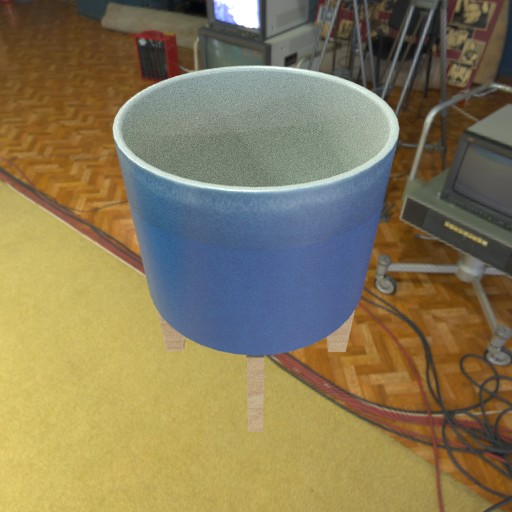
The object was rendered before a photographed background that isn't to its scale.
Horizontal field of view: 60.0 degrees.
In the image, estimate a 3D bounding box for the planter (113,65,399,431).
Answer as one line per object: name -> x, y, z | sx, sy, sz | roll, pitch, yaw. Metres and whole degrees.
planter -> 0.000, 0.000, 0.392 | 0.192, 0.263, 0.192 | 0, 42, 0
